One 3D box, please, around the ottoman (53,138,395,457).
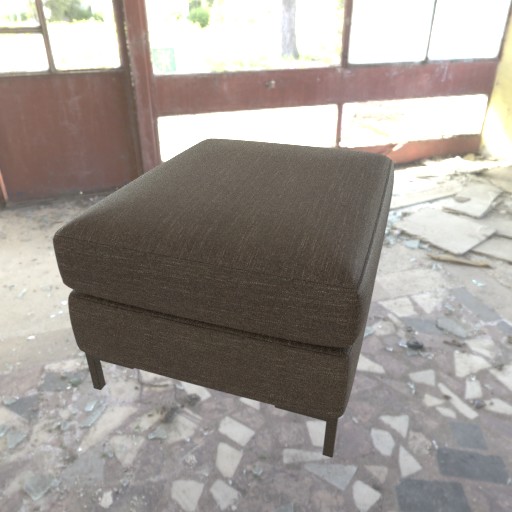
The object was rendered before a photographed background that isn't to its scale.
[{"bbox_3d":[0.000,0.000,1.248,0.671,0.490,0.820,10,31,16],"label":"ottoman"}]
